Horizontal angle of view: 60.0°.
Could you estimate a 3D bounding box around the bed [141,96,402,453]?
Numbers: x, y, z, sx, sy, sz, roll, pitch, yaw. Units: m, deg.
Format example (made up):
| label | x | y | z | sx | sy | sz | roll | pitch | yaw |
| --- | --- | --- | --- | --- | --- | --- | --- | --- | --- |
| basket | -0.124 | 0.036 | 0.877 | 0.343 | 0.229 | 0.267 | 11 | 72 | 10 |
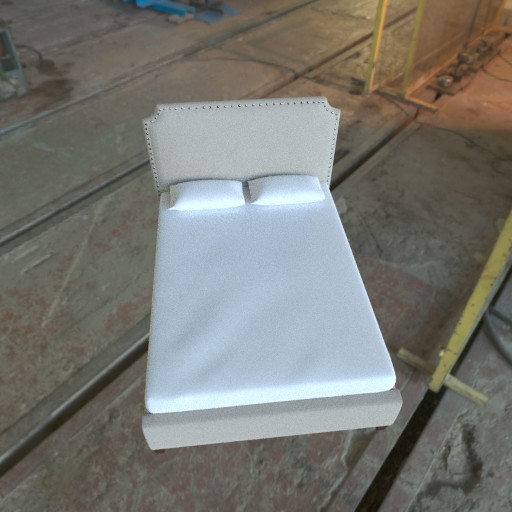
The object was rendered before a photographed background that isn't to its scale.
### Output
| label | x | y | z | sx | sy | sz | roll | pitch | yaw |
| --- | --- | --- | --- | --- | --- | --- | --- | --- | --- |
| bed | 0.000 | 0.000 | 3.443 | 1.713 | 1.443 | 2.372 | -4 | 46 | -4 |
